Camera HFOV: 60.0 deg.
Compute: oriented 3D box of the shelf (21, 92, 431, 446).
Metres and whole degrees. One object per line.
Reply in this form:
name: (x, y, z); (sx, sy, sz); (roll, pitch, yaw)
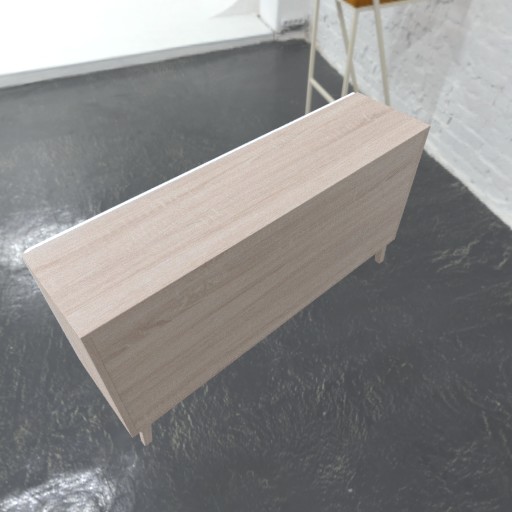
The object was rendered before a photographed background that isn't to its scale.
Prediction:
shelf: (0.000, 0.000, 1.802); (1.490, 0.780, 0.400); (-33, 55, -27)
